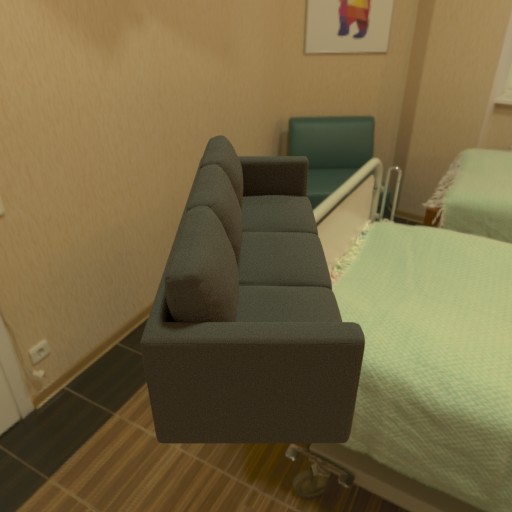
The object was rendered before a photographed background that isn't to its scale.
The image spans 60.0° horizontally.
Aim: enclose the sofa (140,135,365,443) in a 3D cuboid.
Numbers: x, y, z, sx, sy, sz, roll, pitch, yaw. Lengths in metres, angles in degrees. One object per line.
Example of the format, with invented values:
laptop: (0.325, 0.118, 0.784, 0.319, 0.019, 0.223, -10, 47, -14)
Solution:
sofa: (0.000, 0.000, 2.497, 0.802, 0.912, 2.029, 0, 31, 0)
